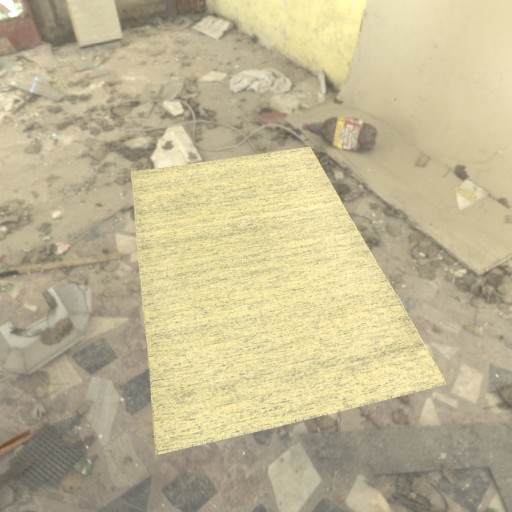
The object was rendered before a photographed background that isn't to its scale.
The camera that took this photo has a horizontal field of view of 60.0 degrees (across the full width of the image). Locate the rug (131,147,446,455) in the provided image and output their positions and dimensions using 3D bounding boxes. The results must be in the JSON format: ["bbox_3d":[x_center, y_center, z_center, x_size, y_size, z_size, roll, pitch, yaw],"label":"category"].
[{"bbox_3d":[0.000,0.000,2.942,1.523,0.017,2.263,-10,48,-9],"label":"rug"}]
